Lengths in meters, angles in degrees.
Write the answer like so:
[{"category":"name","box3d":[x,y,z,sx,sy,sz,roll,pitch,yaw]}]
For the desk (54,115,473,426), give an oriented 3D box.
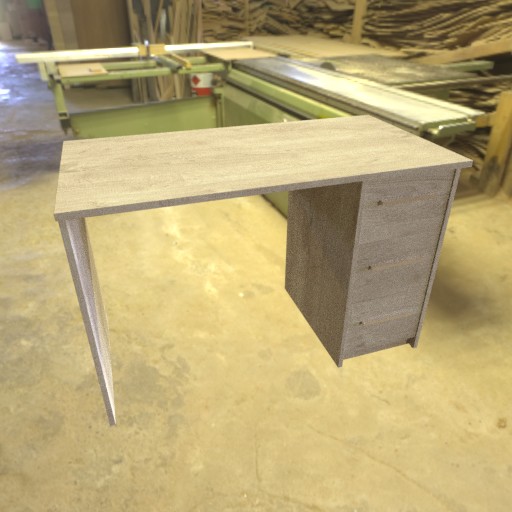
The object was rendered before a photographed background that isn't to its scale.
[{"category":"desk","box3d":[0.000,0.000,1.510,1.097,0.735,0.560,-10,32,-16]}]
